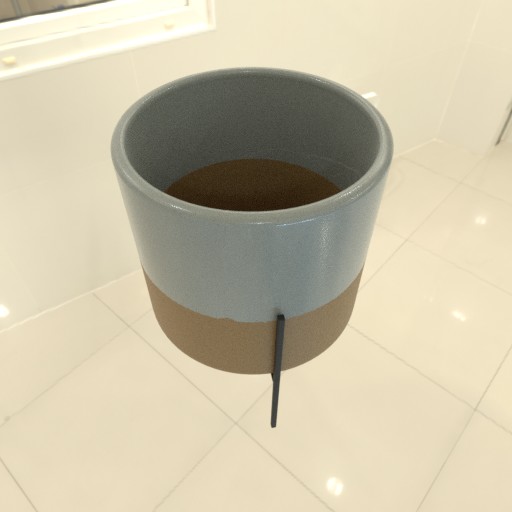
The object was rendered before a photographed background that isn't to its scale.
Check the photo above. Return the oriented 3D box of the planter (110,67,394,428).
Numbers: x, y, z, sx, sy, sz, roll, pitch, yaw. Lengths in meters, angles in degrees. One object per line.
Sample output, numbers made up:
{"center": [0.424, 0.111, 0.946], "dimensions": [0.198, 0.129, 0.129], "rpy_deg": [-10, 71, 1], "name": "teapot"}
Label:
{"center": [0.000, 0.000, 0.725], "dimensions": [0.360, 0.480, 0.348], "rpy_deg": [-33, 55, -27], "name": "planter"}
